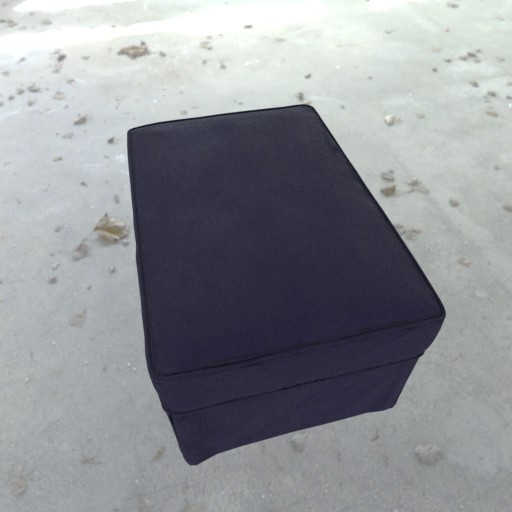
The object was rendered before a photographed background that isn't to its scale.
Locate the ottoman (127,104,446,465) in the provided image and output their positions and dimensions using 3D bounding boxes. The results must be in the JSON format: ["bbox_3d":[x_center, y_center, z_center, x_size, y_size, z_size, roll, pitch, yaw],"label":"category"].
[{"bbox_3d":[0.000,0.000,1.299,0.637,0.503,0.938,-10,48,-9],"label":"ottoman"}]
